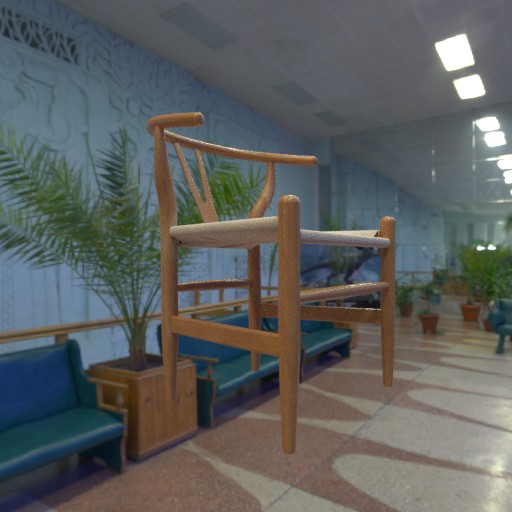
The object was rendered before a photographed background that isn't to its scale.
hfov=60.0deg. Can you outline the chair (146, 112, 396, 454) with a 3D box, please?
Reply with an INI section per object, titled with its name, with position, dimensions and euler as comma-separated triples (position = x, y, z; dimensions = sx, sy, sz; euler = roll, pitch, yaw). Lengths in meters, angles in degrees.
[chair]
position = 0.000, 0.000, 1.196
dimensions = 0.579, 0.730, 0.569
euler = 0, 0, 36
